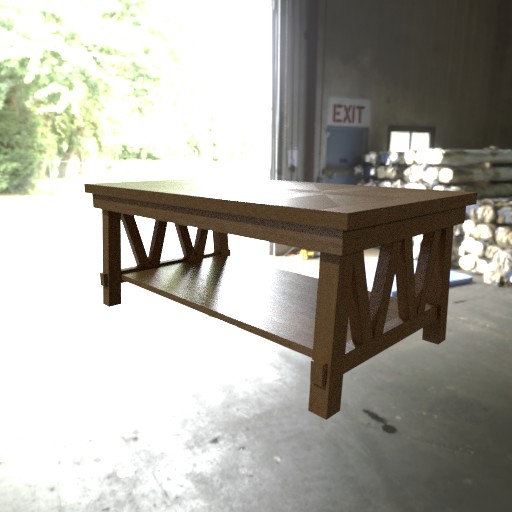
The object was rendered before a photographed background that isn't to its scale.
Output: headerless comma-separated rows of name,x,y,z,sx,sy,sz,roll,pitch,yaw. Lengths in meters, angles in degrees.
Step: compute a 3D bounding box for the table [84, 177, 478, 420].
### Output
table,0.000,0.000,1.653,0.711,0.507,1.270,-12,18,-43
